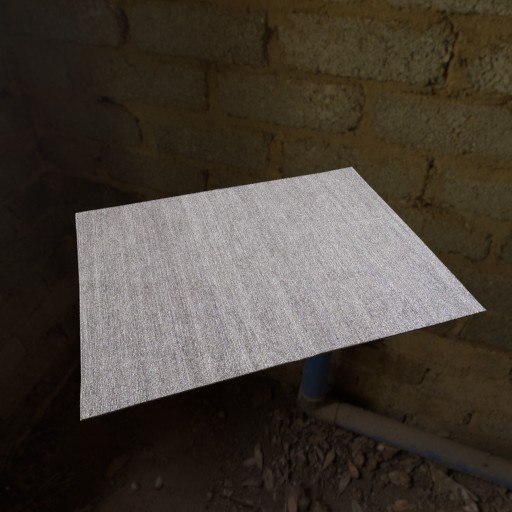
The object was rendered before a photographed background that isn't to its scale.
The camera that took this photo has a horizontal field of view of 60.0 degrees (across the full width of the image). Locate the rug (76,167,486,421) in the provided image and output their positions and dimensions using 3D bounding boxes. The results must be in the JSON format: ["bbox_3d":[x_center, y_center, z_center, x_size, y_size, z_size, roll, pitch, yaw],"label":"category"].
[{"bbox_3d":[0.000,0.000,4.125,3.202,0.045,2.434,-12,42,-13],"label":"rug"}]
